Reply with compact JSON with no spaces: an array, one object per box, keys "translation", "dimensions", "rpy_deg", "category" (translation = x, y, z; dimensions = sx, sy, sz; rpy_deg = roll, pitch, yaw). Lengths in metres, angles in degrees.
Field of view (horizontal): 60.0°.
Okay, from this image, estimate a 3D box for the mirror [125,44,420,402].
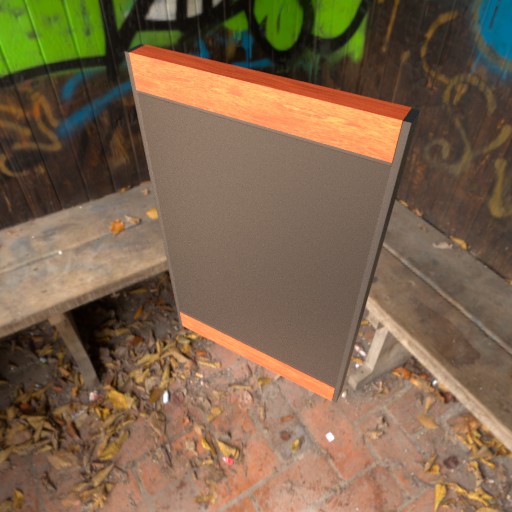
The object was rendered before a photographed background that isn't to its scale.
[{"translation":[0.000,0.000,1.013],"dimensions":[0.525,0.823,0.047],"rpy_deg":[22,49,21],"category":"mirror"}]
